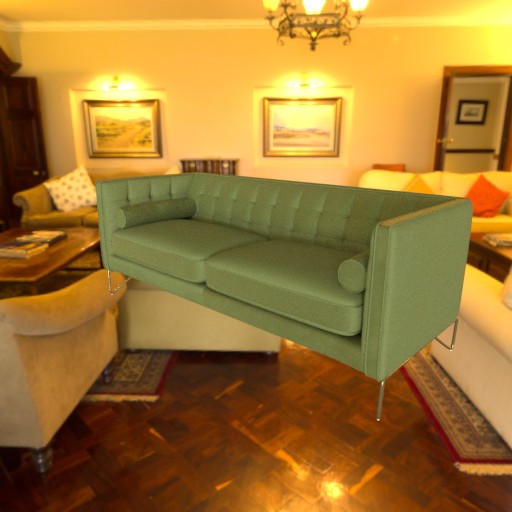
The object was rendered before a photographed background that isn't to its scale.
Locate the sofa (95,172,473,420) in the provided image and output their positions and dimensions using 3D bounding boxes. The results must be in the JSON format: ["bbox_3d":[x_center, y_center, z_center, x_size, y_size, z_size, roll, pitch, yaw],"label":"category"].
[{"bbox_3d":[0.000,0.000,2.561,2.087,0.789,0.867,14,21,41],"label":"sofa"}]
